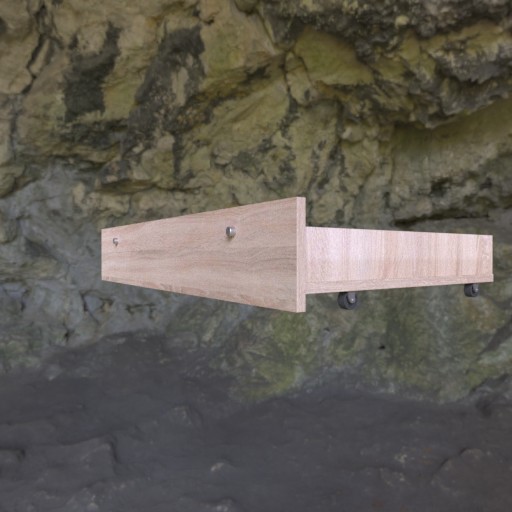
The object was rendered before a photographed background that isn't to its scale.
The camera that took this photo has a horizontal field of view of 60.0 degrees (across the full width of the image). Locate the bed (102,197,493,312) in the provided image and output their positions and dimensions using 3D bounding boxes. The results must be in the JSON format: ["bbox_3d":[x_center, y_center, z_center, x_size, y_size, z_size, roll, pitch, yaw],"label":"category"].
[{"bbox_3d":[0.000,0.000,1.446,0.685,0.209,1.200,0,0,-35],"label":"bed"}]
